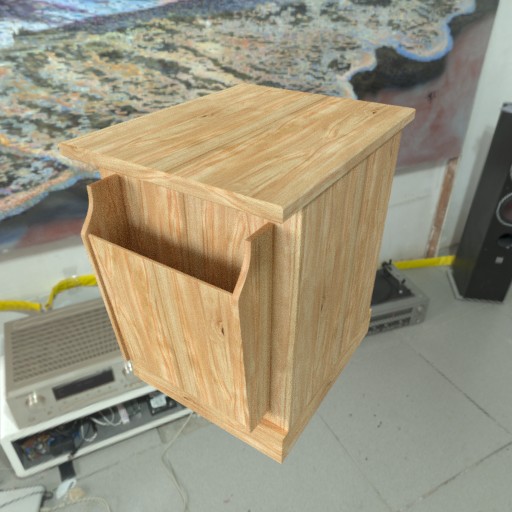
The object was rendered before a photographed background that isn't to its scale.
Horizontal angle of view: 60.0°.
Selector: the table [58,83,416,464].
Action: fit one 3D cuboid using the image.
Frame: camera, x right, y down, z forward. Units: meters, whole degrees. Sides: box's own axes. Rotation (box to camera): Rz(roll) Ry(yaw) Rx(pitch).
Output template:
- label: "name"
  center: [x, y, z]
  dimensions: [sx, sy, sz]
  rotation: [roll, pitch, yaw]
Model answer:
- label: "table"
  center: [0.000, 0.000, 0.861]
  dimensions: [0.380, 0.515, 0.530]
  rotation: [20, 38, 27]
